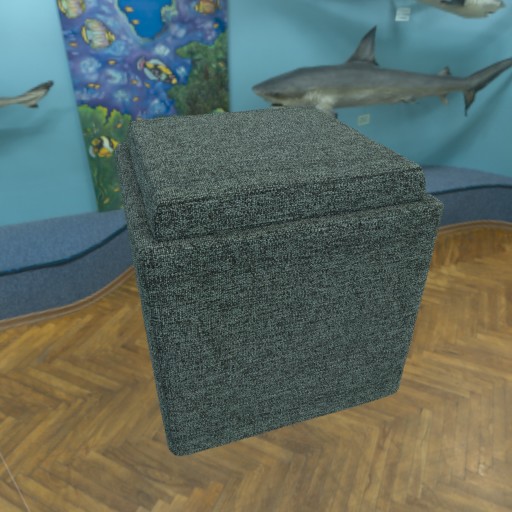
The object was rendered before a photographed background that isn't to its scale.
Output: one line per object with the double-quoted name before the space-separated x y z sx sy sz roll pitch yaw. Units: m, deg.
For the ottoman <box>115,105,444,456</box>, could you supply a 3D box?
"ottoman" 0.000 0.000 0.848 0.450 0.463 0.450 -10 34 -16
